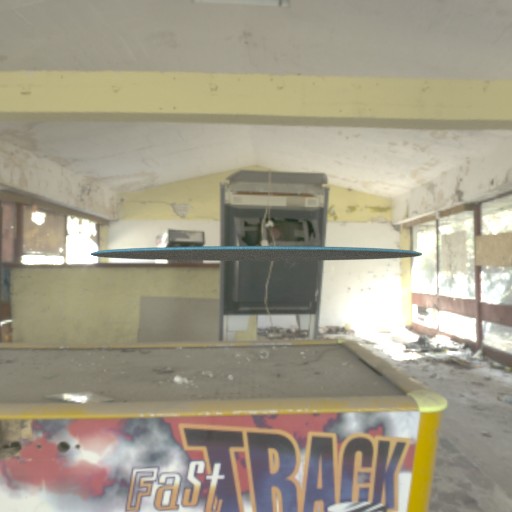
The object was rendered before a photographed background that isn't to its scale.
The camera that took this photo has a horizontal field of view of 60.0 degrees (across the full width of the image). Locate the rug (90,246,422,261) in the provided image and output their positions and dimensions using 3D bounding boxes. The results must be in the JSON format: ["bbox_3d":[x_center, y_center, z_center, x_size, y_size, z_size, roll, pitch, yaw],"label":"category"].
[{"bbox_3d":[0.000,0.000,2.267,1.593,0.012,1.593,0,-2,0],"label":"rug"}]
